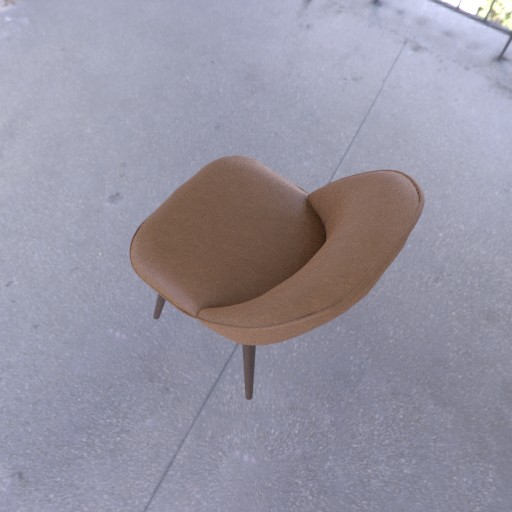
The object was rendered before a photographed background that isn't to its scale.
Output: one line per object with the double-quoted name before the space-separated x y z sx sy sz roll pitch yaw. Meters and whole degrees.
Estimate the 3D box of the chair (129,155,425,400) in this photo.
"chair" 0.000 0.000 1.218 0.631 0.831 0.521 37 69 17
